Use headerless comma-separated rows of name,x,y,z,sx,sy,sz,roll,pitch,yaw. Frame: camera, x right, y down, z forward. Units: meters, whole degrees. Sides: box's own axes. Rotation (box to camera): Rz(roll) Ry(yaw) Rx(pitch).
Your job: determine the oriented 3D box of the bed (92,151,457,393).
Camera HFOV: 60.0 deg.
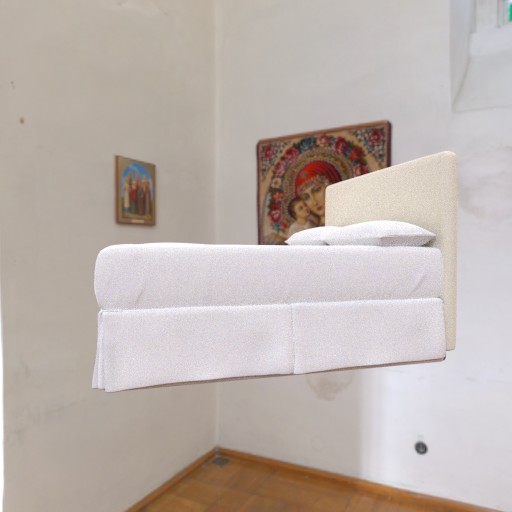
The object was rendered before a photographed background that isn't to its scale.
bed,0.000,0.000,3.186,2.147,1.330,1.714,0,1,-18
